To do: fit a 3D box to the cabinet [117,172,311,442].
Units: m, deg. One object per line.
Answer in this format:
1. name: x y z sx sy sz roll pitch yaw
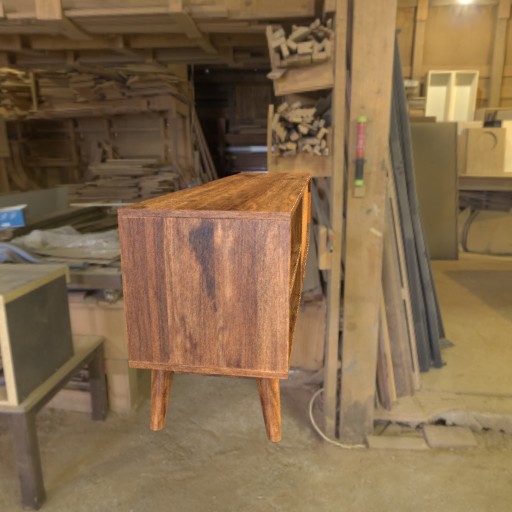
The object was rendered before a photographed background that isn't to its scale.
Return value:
1. cabinet: 0.000 0.000 1.622 0.349 0.528 1.448 2 14 8
